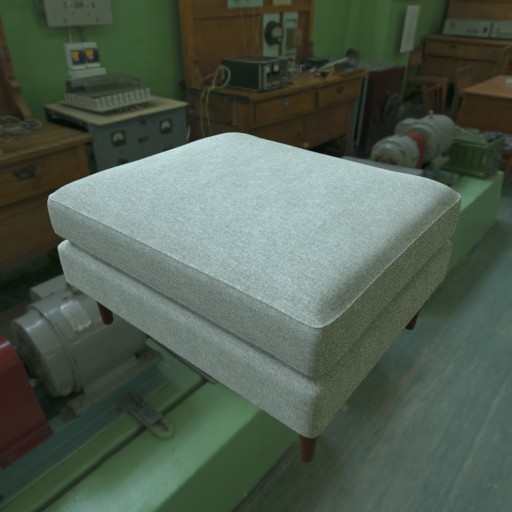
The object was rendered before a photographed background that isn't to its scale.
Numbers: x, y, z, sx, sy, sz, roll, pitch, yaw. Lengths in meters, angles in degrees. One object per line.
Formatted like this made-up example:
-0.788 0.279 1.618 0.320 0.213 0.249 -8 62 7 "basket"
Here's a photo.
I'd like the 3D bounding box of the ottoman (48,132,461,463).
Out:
0.000 0.000 1.196 0.821 0.474 0.693 23 38 33 "ottoman"
